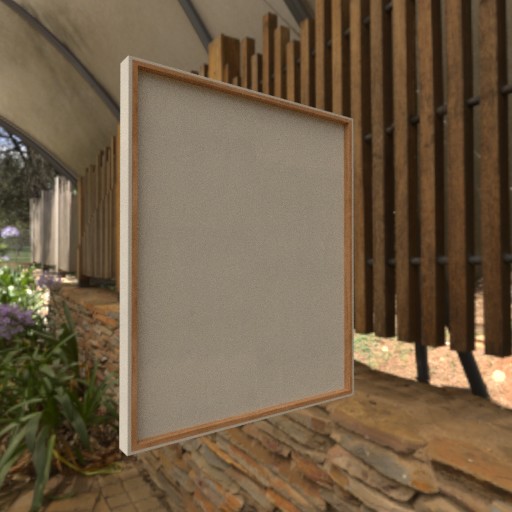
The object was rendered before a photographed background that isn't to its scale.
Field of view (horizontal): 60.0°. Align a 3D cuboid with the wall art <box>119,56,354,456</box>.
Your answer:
[{"bbox_3d":[0.000,0.000,0.835,0.508,0.606,0.037,0,-1,-37],"label":"wall art"}]
